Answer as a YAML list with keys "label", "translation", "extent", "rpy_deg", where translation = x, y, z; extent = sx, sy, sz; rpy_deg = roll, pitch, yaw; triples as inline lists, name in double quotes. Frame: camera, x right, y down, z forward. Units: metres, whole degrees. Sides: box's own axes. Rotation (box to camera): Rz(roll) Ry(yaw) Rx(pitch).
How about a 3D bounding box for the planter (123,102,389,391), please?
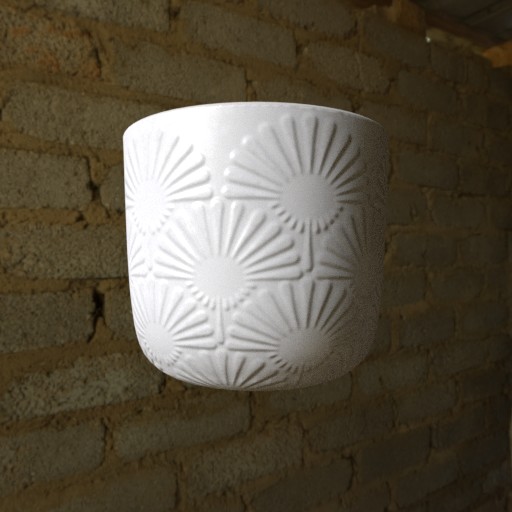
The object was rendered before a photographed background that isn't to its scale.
- label: "planter"
  translation: [0.000, 0.000, 0.216]
  extent: [0.124, 0.109, 0.124]
  rpy_deg: [0, 1, 0]
